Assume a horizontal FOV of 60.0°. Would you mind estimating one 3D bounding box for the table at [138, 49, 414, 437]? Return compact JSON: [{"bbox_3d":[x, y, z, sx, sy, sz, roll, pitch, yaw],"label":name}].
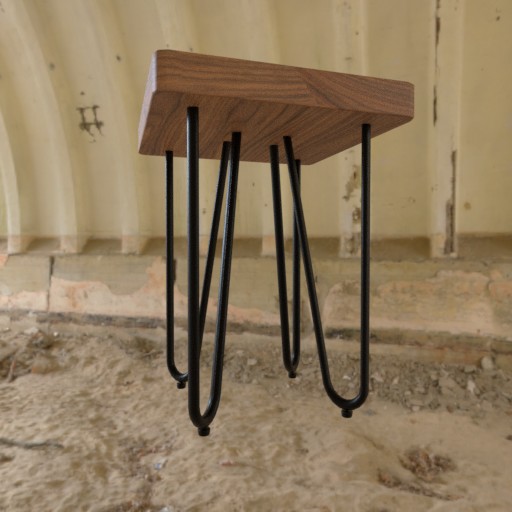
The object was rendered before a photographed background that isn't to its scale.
[{"bbox_3d":[0.000,0.000,0.976,0.479,0.641,0.480,0,1,-18],"label":"table"}]
